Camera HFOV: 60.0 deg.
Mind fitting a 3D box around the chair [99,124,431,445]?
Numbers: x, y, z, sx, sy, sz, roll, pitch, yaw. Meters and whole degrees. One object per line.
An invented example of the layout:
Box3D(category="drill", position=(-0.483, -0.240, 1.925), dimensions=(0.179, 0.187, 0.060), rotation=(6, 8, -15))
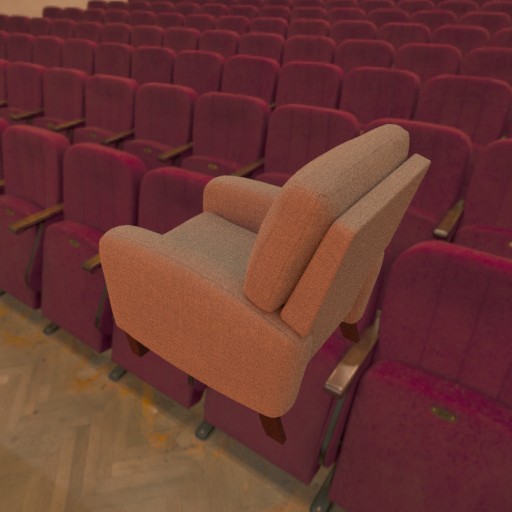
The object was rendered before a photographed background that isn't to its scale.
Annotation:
Box3D(category="chair", position=(0.000, 0.000, 1.695), dimensions=(0.990, 0.990, 0.762), rotation=(21, 38, 29))
